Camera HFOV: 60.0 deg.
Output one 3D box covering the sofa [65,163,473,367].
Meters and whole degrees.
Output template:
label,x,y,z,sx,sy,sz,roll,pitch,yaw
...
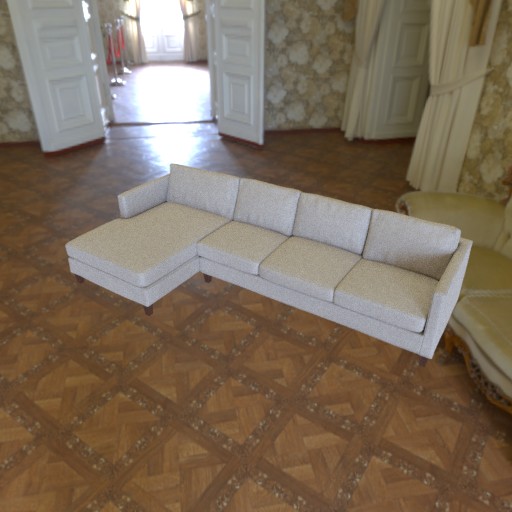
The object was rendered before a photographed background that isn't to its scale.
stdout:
label,x,y,z,sx,sy,sz,roll,pitch,yaw
sofa,0.000,0.000,3.891,3.186,0.846,1.625,18,35,28
